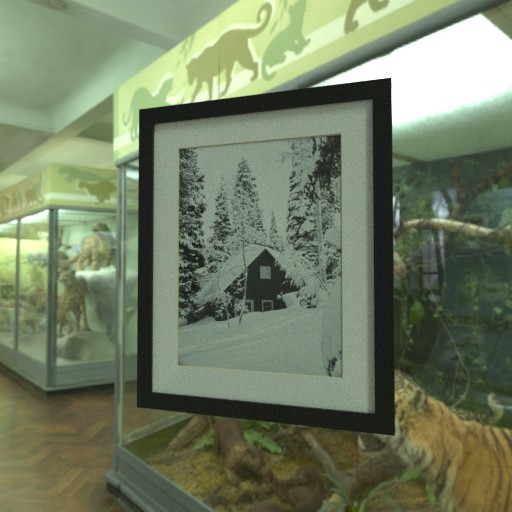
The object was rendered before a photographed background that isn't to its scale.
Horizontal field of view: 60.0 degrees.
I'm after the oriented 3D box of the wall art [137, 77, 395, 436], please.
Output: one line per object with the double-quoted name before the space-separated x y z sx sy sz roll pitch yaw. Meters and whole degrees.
"wall art" 0.000 0.000 0.549 0.325 0.397 0.018 -1 -2 18
